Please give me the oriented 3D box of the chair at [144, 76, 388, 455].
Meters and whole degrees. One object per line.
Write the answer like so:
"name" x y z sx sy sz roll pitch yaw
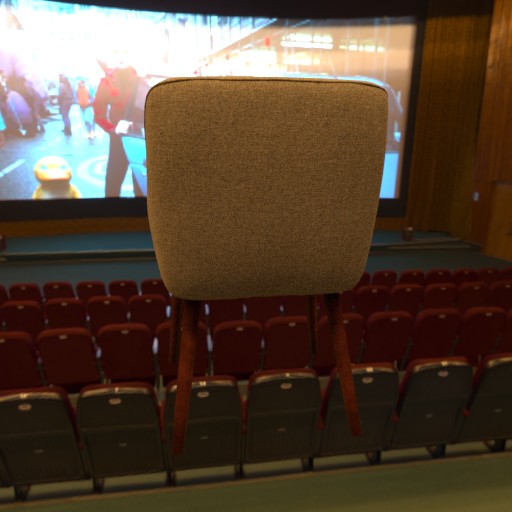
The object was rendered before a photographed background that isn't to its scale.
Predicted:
"chair" 0.000 0.000 1.144 0.543 0.803 0.519 -2 14 -9
